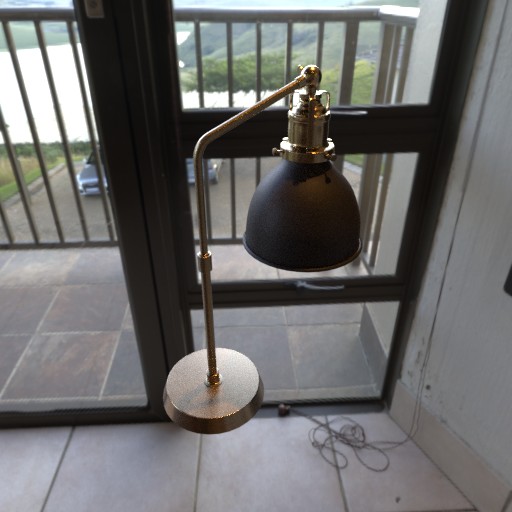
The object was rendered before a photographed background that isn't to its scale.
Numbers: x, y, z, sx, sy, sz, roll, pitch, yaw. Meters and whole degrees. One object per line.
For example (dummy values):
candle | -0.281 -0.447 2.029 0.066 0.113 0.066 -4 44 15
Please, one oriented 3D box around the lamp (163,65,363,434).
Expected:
lamp | 0.000 0.000 0.580 0.291 0.456 0.160 -11 33 -18
